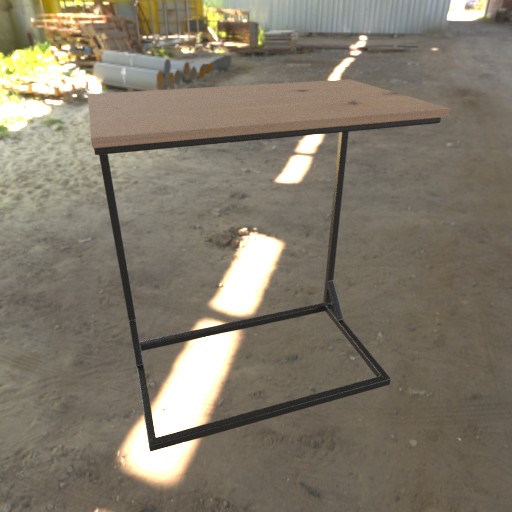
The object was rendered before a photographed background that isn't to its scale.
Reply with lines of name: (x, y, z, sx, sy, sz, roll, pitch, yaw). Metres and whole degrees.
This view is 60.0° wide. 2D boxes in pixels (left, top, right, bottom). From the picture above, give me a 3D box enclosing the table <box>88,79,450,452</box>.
table: (0.000, 0.000, 1.001, 0.597, 0.673, 0.351, -10, 31, -16)
